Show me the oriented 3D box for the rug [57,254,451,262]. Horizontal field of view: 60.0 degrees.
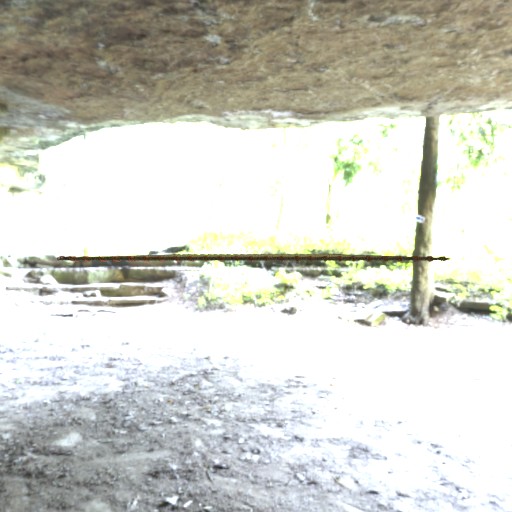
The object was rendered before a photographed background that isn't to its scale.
[{"bbox_3d":[0.000,0.000,2.245,1.220,0.019,1.838,0,1,0],"label":"rug"}]
